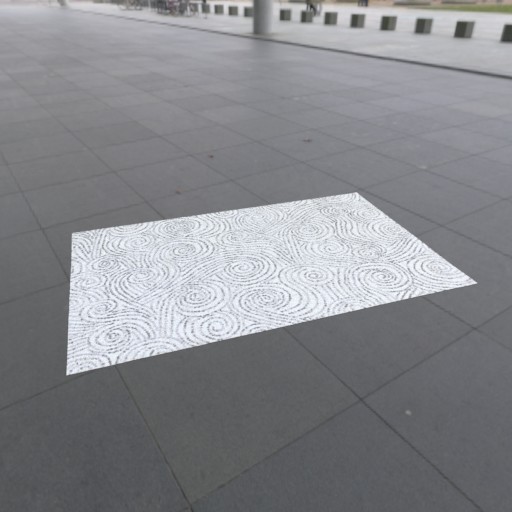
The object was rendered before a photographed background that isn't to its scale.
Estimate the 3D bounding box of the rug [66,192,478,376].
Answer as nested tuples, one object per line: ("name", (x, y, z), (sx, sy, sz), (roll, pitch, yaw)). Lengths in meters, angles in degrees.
("rug", (0.000, 0.000, 3.075), (2.439, 0.005, 1.524), (-10, 33, -16))
